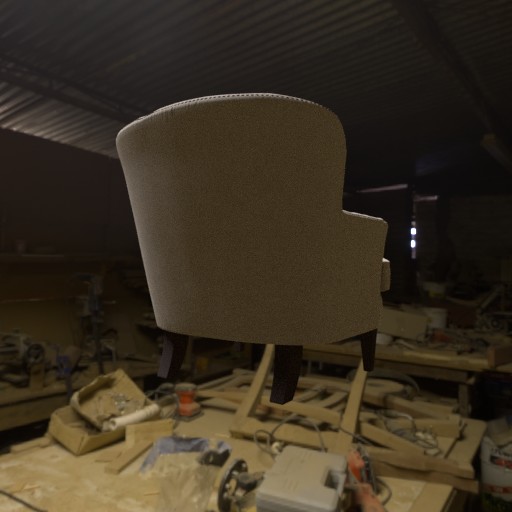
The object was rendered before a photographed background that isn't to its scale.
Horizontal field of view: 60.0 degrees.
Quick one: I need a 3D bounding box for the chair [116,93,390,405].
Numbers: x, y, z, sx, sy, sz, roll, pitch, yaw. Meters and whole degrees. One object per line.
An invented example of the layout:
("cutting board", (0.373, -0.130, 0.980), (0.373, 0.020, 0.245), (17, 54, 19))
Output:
("chair", (0.000, 0.000, 1.625), (0.848, 0.868, 0.906), (-1, -1, 36))
